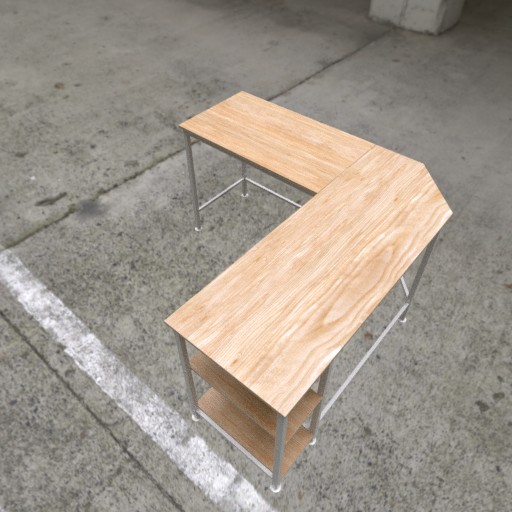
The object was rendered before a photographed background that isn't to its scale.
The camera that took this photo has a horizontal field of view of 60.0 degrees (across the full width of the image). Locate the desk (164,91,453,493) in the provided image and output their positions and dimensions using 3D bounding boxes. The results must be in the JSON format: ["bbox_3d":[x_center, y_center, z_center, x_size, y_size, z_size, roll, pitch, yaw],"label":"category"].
[{"bbox_3d":[0.000,0.000,2.166,1.379,0.739,1.379,31,54,27],"label":"desk"}]
